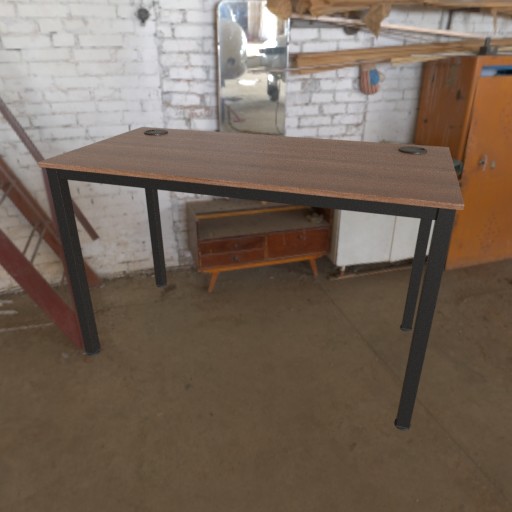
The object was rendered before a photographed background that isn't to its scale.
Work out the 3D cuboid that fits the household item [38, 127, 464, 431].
[{"bbox_3d":[0.000,0.000,1.602,1.200,0.750,0.600,8,28,16],"label":"household item"}]
